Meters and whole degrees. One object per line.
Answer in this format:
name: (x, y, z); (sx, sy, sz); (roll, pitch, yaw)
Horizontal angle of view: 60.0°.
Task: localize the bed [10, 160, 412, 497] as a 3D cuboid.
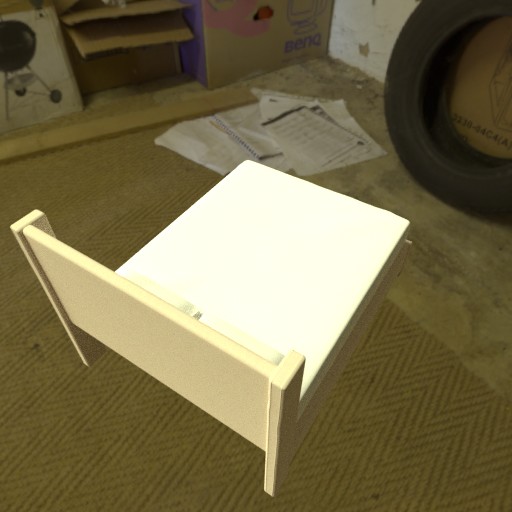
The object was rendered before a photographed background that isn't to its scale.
bed: (0.000, 0.000, 3.304); (1.778, 1.471, 2.293); (25, 51, 22)
